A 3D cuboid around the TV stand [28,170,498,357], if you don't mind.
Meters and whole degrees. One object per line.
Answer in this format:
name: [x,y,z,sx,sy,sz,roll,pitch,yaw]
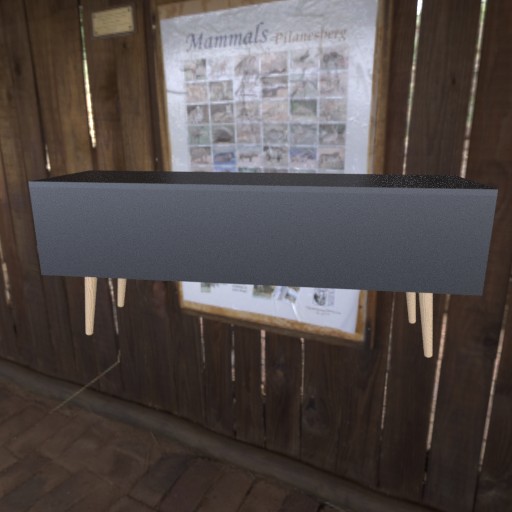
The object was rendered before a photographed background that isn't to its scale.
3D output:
TV stand: [0.000,0.000,1.484,1.312,0.518,0.390,2,16,8]
